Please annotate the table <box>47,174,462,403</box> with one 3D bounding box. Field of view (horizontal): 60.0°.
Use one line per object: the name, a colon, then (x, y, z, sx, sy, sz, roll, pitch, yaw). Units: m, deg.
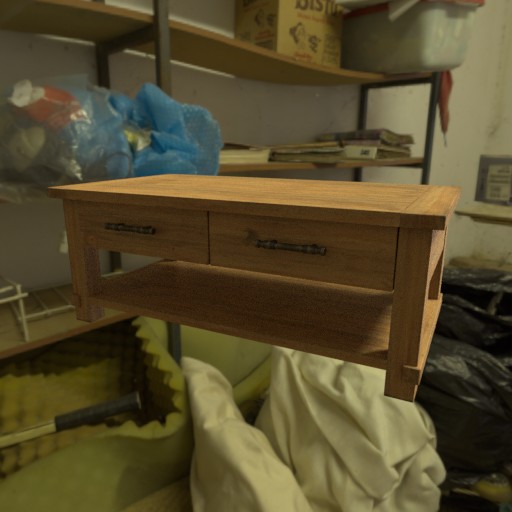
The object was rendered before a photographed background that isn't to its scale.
table: (0.000, 0.000, 1.595, 1.270, 0.494, 0.693, 7, 17, 26)
